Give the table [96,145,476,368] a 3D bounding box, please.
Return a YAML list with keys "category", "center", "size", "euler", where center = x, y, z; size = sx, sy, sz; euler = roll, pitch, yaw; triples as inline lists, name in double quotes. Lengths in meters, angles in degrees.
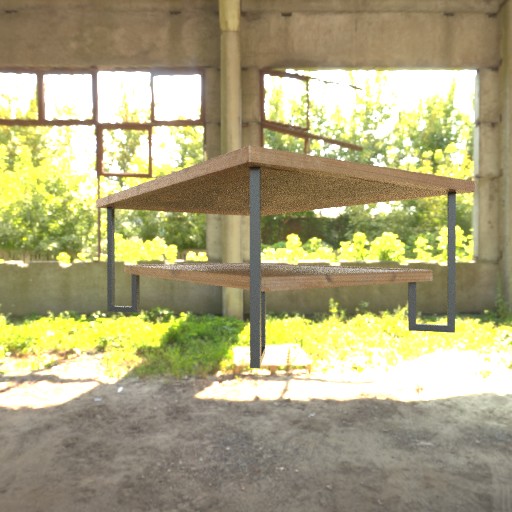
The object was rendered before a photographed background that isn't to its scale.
- category: "table"
  center: [0.000, 0.000, 1.699]
  size: [0.877, 0.492, 1.238]
  euler: [0, 1, -34]
